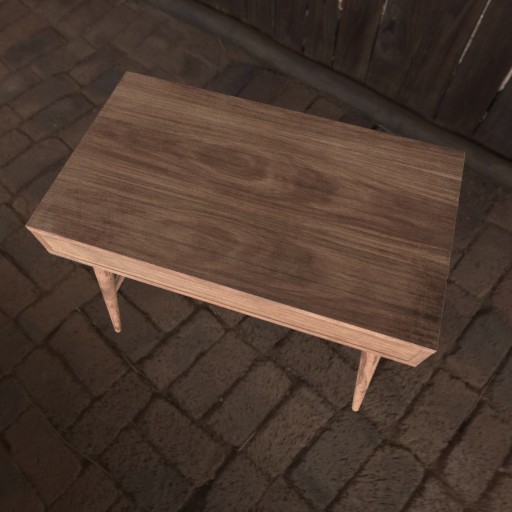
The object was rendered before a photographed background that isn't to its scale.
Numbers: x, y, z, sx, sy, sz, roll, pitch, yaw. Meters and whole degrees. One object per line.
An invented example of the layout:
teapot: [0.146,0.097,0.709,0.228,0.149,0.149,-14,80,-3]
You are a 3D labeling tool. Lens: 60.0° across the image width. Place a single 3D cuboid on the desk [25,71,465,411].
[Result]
desk: [0.000,0.000,1.419,0.949,0.758,0.588,16,64,8]
